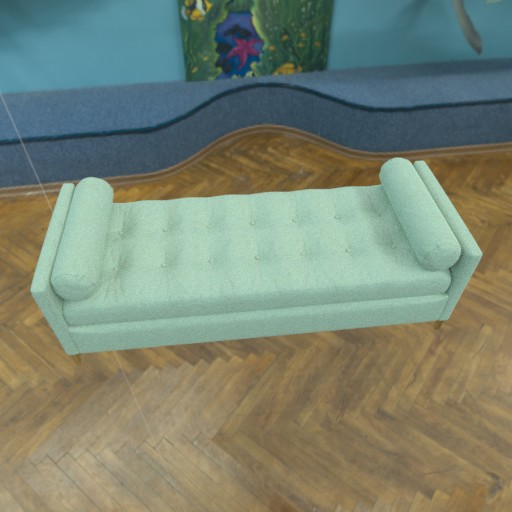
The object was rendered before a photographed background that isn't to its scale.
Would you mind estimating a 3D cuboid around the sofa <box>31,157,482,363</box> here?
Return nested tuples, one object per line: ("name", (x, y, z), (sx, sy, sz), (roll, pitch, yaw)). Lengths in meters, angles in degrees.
("sofa", (0.000, 0.000, 2.482), (2.102, 0.705, 0.796), (-5, 47, -4))
